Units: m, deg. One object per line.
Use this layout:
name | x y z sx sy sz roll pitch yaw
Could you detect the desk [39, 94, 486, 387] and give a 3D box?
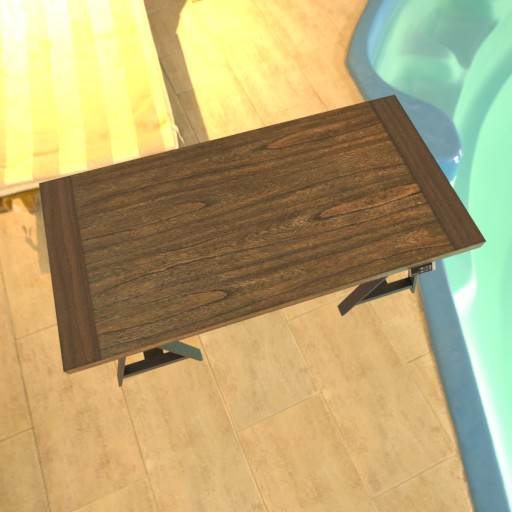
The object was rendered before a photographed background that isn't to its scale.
desk | 0.000 0.000 1.990 1.543 0.725 0.784 -16 65 -8
